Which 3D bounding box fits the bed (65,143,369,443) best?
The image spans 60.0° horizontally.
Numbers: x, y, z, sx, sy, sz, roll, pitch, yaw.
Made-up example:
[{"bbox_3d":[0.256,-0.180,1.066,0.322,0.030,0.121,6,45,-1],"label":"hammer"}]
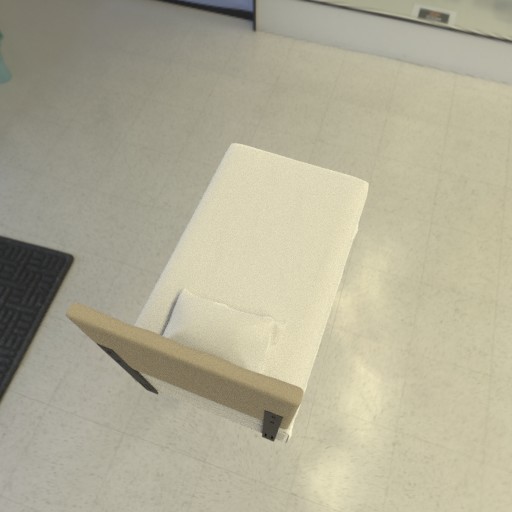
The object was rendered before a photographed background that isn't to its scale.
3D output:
[{"bbox_3d":[0.000,0.000,3.041,1.261,1.571,1.997,19,64,10],"label":"bed"}]
